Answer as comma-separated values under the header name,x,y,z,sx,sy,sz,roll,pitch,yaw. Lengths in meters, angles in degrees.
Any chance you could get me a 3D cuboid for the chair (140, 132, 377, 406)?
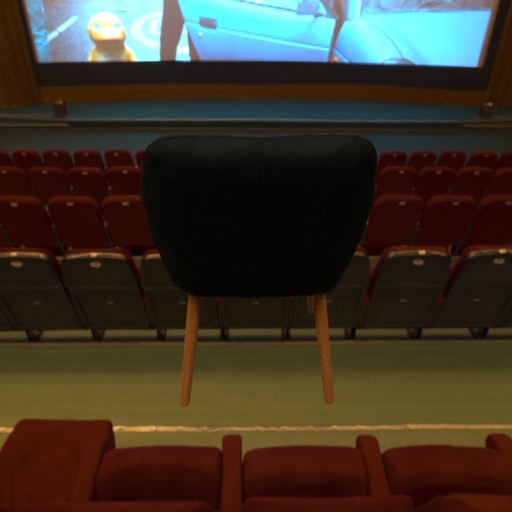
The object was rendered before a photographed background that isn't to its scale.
name,x,y,z,sx,sy,sz,roll,pitch,yaw
chair,0.000,0.000,1.244,0.578,0.826,0.573,-1,30,-1
